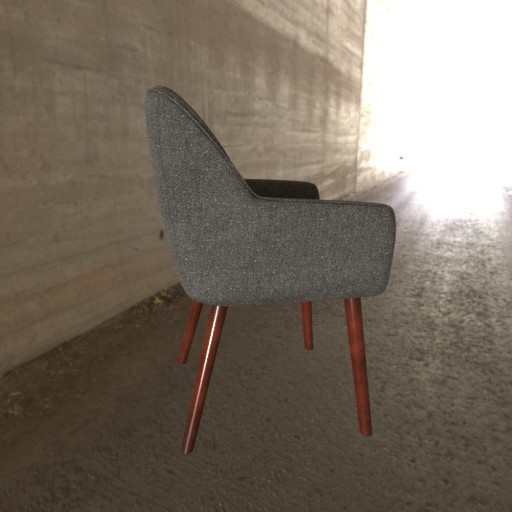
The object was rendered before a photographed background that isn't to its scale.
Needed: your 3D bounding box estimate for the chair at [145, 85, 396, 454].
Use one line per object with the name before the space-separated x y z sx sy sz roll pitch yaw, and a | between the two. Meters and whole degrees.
chair | 0.000 0.000 1.172 0.519 0.803 0.543 -3 15 -10
